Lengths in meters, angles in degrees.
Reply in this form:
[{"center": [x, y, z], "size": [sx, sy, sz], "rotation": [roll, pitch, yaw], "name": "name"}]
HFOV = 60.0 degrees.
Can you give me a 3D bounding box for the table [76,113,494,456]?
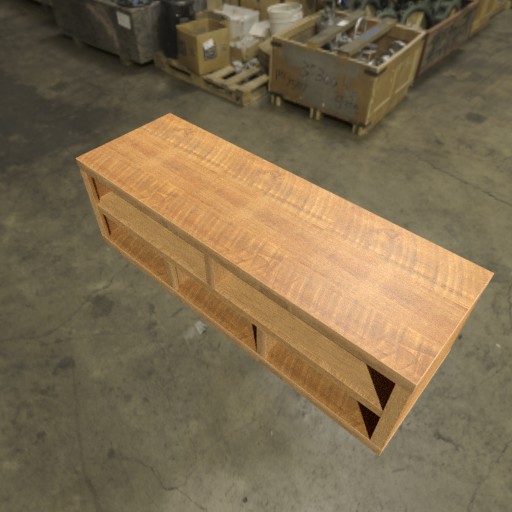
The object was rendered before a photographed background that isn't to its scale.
[{"center": [0.000, 0.000, 1.742], "size": [1.499, 0.491, 0.499], "rotation": [32, 54, 28], "name": "table"}]
